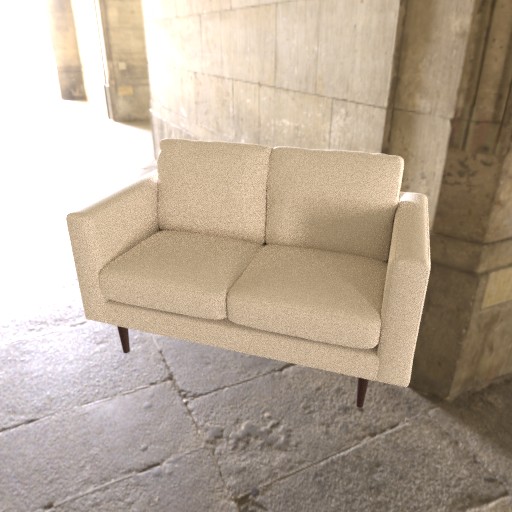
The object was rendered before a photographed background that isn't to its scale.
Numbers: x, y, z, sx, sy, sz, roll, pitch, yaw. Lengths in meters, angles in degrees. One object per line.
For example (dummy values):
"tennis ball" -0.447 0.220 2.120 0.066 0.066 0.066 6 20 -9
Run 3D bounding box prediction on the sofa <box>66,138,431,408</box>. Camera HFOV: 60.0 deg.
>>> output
"sofa" 0.000 0.000 2.028 1.430 0.908 0.796 8 27 16
